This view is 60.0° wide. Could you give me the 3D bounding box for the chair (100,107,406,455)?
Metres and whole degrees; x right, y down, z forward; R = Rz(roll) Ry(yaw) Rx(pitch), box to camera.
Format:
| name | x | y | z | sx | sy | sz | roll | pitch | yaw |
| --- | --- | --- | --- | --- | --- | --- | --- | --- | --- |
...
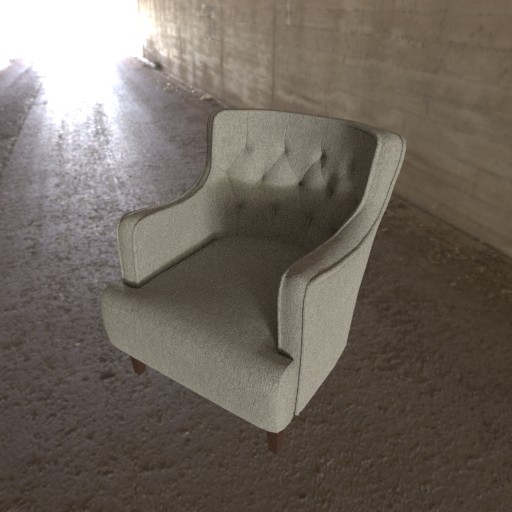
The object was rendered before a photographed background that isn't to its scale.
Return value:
| name | x | y | z | sx | sy | sz | roll | pitch | yaw |
| --- | --- | --- | --- | --- | --- | --- | --- | --- | --- |
| chair | 0.000 | 0.000 | 1.654 | 0.820 | 0.920 | 0.910 | 19 | 35 | 29 |
